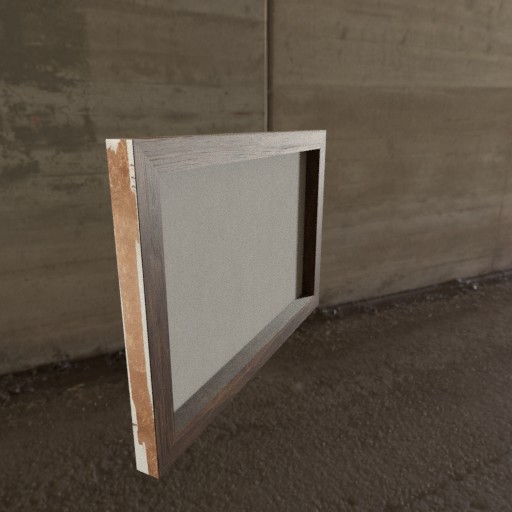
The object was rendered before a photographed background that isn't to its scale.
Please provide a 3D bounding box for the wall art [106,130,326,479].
[{"bbox_3d":[0.000,0.000,0.756,0.035,0.405,0.609,8,19,25],"label":"wall art"}]
